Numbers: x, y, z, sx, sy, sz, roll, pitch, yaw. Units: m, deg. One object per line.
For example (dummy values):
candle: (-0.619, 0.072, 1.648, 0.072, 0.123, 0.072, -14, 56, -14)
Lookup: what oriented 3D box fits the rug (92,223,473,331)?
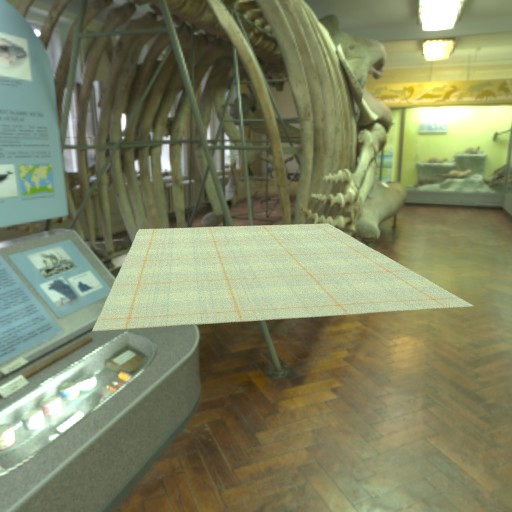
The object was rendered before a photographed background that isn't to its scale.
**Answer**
rug: (0.000, 0.000, 4.218, 2.448, 0.021, 3.051, -2, 15, -9)
